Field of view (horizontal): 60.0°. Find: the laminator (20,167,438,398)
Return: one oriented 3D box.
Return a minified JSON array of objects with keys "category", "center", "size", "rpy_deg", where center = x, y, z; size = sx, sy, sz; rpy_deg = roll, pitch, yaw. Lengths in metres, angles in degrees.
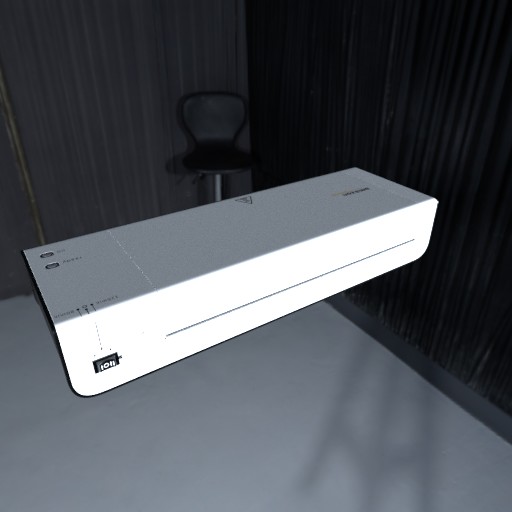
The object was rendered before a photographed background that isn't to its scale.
[{"category":"laminator","center":[0.000,0.000,0.381],"size":[0.340,0.062,0.123],"rpy_deg":[-18,35,-28]}]
